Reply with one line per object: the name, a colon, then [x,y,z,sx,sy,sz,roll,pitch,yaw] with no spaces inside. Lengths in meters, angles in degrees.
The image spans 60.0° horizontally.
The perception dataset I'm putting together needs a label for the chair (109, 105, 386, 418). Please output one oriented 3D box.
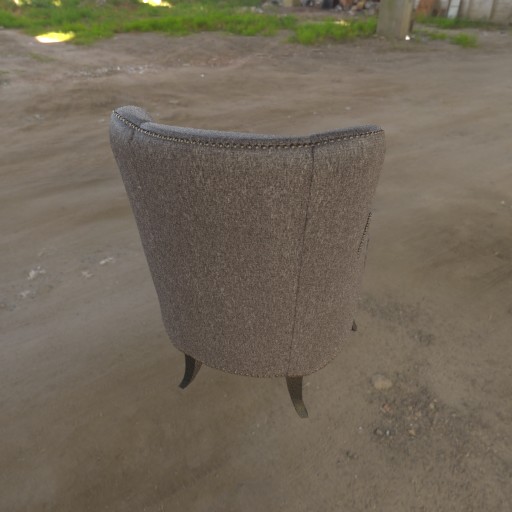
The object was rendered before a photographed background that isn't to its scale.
chair: [0.000,0.000,1.550,0.759,1.060,0.758,9,34,14]
